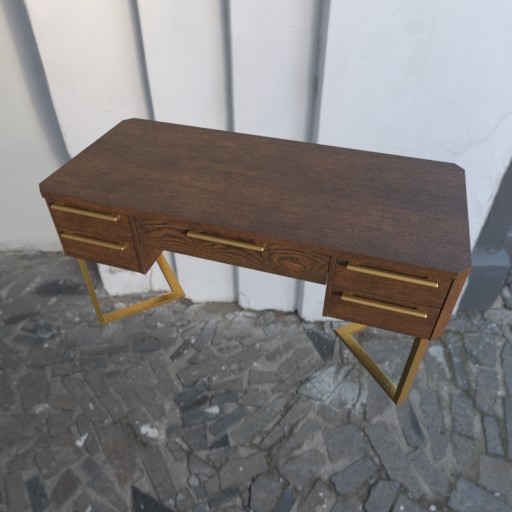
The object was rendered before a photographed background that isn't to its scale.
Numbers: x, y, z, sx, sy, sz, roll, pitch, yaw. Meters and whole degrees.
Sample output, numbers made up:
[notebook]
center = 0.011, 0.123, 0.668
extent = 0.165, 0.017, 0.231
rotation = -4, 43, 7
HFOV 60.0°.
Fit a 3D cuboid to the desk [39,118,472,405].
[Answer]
[desk]
center = 0.000, 0.000, 1.890
extent = 1.479, 0.762, 0.684
rotation = 12, 42, 13
